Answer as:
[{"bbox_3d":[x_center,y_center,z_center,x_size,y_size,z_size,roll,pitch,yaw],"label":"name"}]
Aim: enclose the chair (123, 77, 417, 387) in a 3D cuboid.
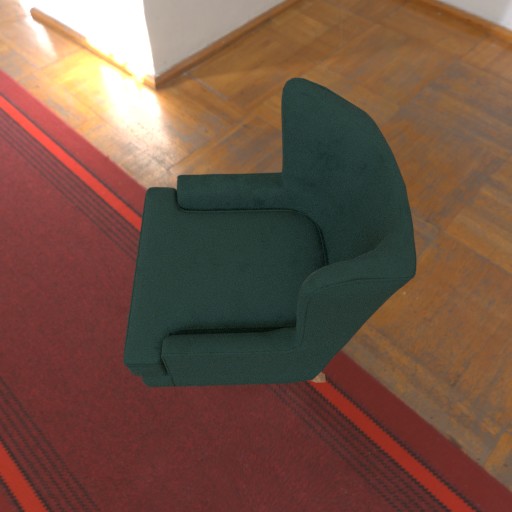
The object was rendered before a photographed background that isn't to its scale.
[{"bbox_3d":[0.000,0.000,1.631,0.910,0.952,0.793,-1,58,-1],"label":"chair"}]
